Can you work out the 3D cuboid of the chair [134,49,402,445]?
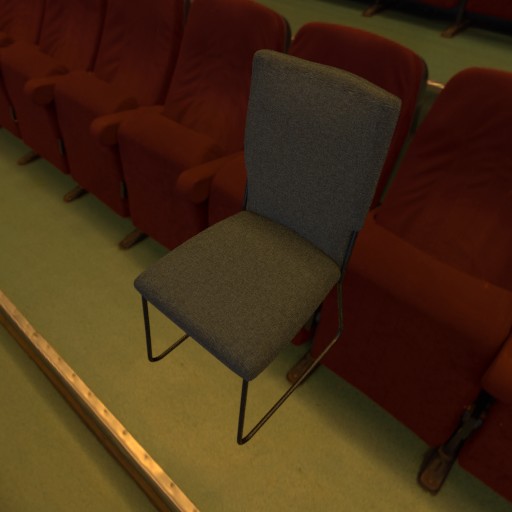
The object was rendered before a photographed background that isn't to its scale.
[{"bbox_3d":[0.000,0.000,1.300,0.480,0.931,0.635,33,54,28],"label":"chair"}]
